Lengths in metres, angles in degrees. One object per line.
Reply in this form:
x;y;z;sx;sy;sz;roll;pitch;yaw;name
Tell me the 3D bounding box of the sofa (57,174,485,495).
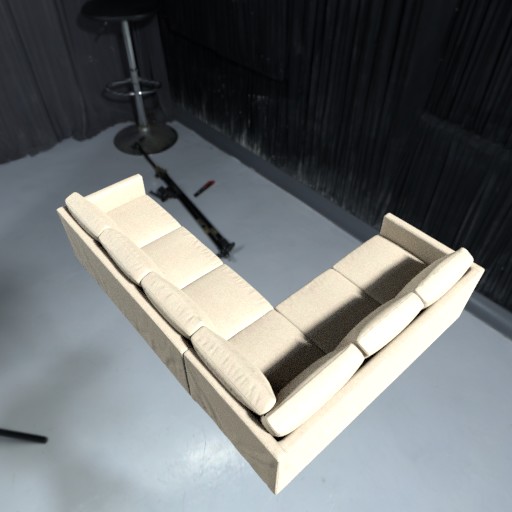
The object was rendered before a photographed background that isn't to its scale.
0.000;0.000;4.228;2.432;0.871;3.182;-32;54;-27;sofa
